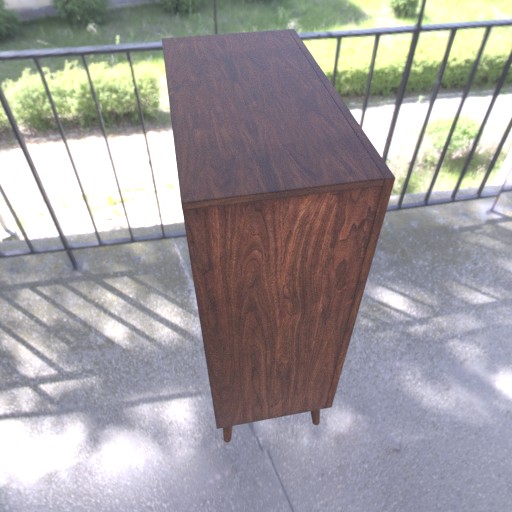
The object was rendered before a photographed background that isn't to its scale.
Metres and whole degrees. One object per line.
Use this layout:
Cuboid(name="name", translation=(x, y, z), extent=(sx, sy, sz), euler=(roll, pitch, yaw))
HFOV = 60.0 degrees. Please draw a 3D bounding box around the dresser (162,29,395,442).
Cuboid(name="dresser", translation=(0.000, 0.000, 1.770), extent=(0.498, 1.365, 0.919), euler=(-8, 47, -8))
